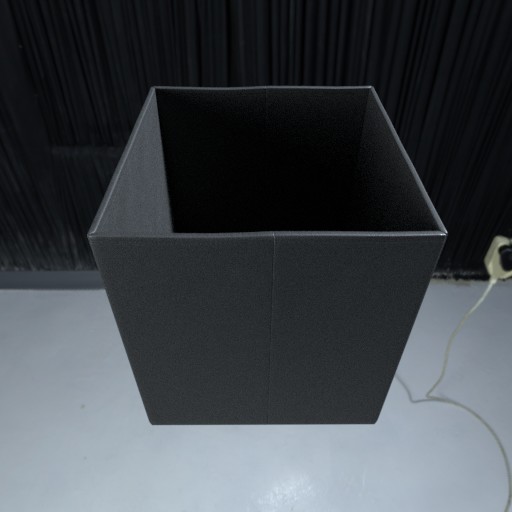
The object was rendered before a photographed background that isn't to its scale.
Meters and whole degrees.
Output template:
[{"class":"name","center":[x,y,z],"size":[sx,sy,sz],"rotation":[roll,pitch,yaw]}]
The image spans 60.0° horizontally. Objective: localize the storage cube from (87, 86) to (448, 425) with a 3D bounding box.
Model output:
[{"class":"storage cube","center":[0.000,0.000,0.498],"size":[0.270,0.280,0.270],"rotation":[0,42,0]}]
